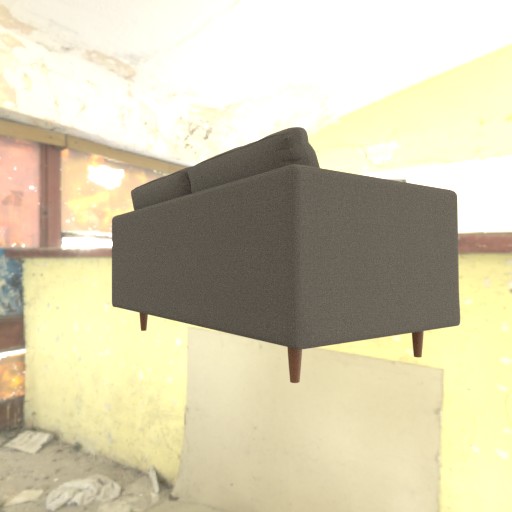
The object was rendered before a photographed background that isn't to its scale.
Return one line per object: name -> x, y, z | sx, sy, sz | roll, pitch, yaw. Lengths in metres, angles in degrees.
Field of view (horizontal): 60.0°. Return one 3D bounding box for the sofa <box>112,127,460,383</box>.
sofa -> 0.000, 0.000, 2.244 | 0.940, 0.866, 1.713 | 1, -1, -35
